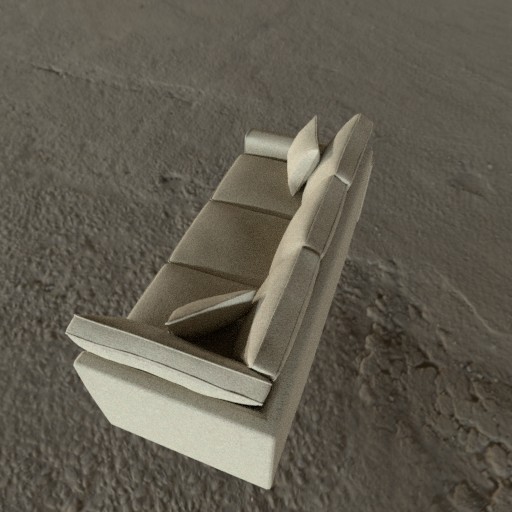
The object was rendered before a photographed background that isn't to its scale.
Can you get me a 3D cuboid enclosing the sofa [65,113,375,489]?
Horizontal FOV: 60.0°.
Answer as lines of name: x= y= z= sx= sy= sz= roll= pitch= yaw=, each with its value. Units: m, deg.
sofa: x=0.000 y=0.000 z=2.830 sx=1.061 sy=0.962 sz=2.317 roll=16 pitch=50 yaw=14
